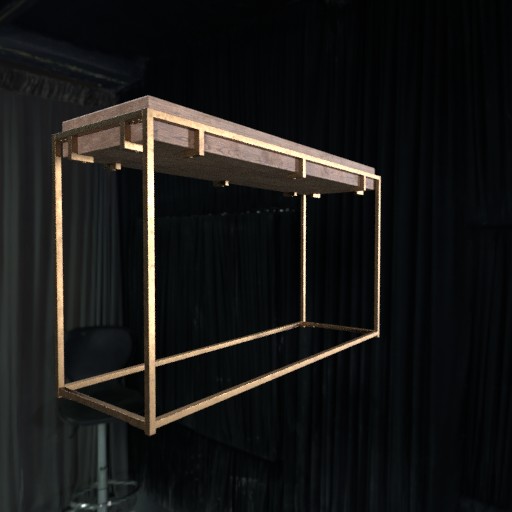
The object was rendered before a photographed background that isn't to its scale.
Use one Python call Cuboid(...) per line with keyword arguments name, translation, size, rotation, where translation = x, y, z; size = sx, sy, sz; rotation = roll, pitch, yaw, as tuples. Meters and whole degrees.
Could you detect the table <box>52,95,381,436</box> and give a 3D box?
Cuboid(name="table", translation=(0.000, 0.000, 1.738), size=(0.440, 0.820, 1.400), rotation=(1, 2, 38))
